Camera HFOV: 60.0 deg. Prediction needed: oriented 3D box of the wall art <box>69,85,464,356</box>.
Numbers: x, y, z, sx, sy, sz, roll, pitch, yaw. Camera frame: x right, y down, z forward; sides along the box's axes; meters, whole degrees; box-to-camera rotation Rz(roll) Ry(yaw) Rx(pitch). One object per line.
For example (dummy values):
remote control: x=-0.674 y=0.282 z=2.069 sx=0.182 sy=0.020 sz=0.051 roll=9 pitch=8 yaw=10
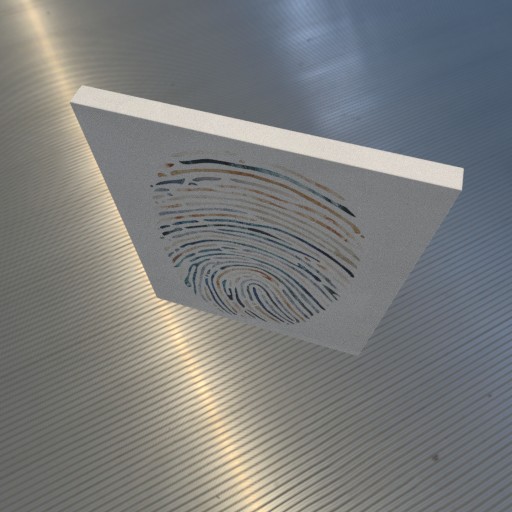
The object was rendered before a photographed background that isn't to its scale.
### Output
wall art: x=0.000 y=0.000 z=0.818 sx=0.508 sy=0.606 sz=0.037 roll=15 pitch=60 yaw=9
